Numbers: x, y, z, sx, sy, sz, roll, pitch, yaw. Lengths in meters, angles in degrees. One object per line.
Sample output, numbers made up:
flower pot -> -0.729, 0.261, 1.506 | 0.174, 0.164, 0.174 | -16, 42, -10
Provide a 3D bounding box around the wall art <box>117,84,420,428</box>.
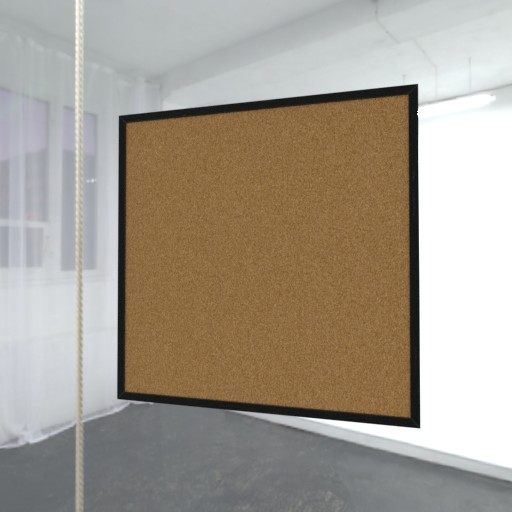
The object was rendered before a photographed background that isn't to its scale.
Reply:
wall art -> 0.000, 0.000, 1.101 | 0.761, 0.761, 0.037 | 0, -1, 16
